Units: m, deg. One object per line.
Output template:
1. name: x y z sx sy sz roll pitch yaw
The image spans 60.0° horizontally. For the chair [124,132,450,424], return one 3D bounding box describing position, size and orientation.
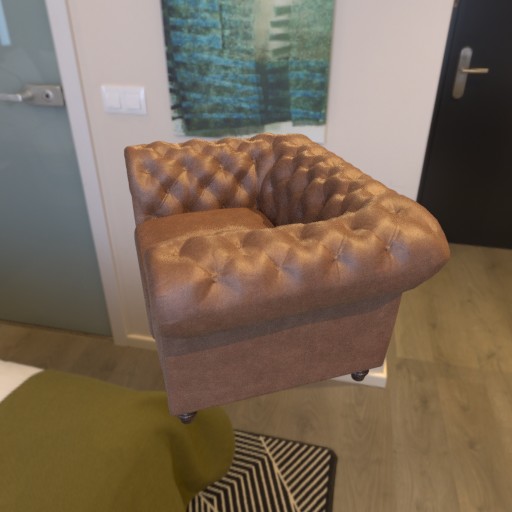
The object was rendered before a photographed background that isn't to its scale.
1. chair: 0.000 0.000 1.867 0.954 0.784 1.298 -9 30 -15
